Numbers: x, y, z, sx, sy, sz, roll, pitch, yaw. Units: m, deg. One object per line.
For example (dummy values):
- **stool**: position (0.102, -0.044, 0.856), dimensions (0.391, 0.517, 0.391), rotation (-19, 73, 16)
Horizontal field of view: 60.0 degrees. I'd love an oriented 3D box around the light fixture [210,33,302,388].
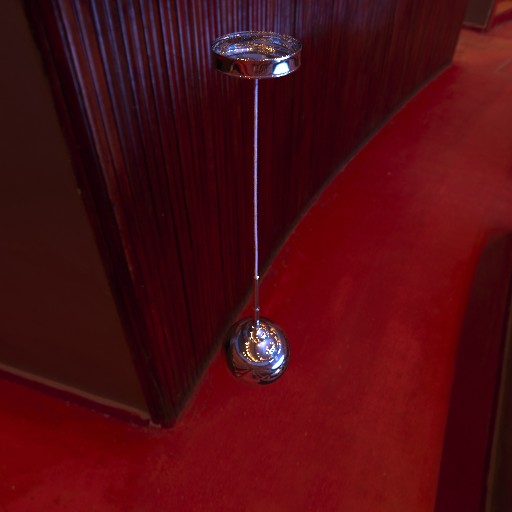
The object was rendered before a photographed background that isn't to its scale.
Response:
- **light fixture**: position (0.000, 0.000, 1.714), dimensions (0.336, 1.538, 0.336), rotation (12, 43, 13)
